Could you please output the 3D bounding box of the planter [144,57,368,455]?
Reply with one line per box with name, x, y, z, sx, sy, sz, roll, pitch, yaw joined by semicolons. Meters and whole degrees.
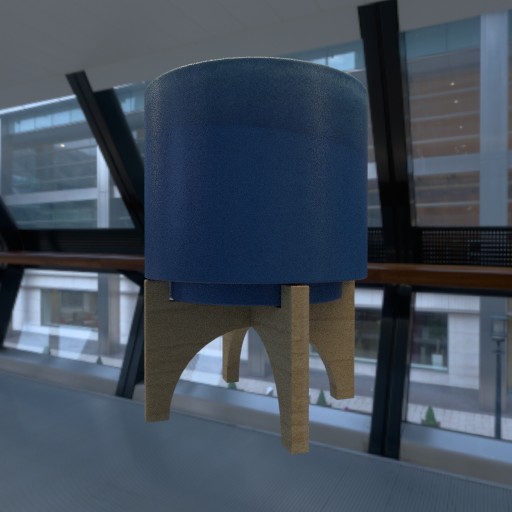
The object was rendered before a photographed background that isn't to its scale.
planter;0.000;0.000;0.536;0.261;0.367;0.261;0;1;0
